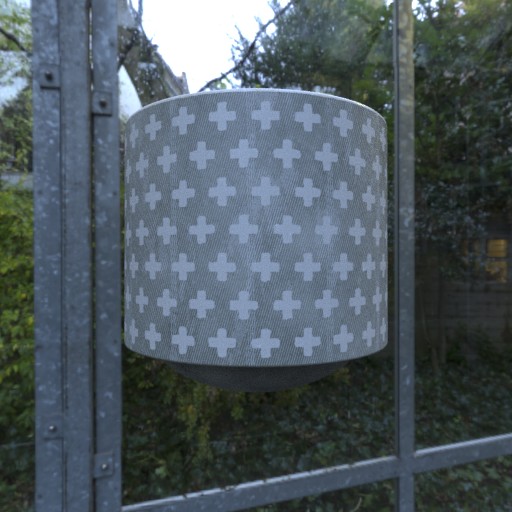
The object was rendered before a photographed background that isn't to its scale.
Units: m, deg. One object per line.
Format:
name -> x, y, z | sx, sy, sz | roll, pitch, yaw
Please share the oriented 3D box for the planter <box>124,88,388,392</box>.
planter -> 0.000, 0.000, 0.440 | 0.250, 0.239, 0.250 | 0, 0, 0
